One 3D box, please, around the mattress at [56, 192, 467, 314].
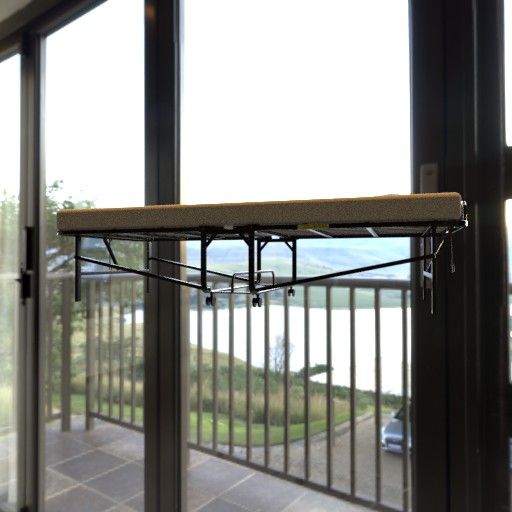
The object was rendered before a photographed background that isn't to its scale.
[{"bbox_3d":[0.000,0.000,2.583,2.153,0.519,0.922,0,-1,18],"label":"mattress"}]
